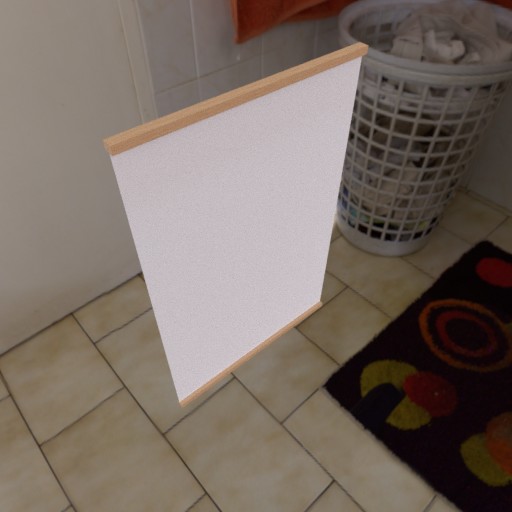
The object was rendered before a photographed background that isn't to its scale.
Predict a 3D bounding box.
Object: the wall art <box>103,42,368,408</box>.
[{"bbox_3d":[0.000,0.000,0.640,0.335,0.510,0.013,-31,54,-26],"label":"wall art"}]
